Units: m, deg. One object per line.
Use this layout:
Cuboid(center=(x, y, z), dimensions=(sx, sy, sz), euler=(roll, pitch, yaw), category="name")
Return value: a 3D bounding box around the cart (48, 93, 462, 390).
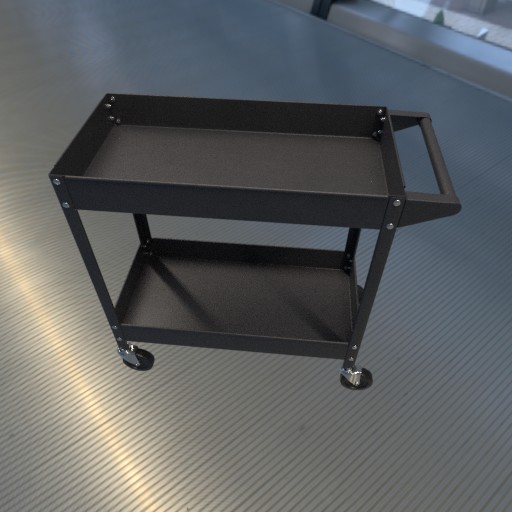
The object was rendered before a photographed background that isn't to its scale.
Cuboid(center=(0.000, 0.000, 1.187), dimensions=(0.779, 0.719, 0.366), euler=(4, 46, 4), category="cart")
